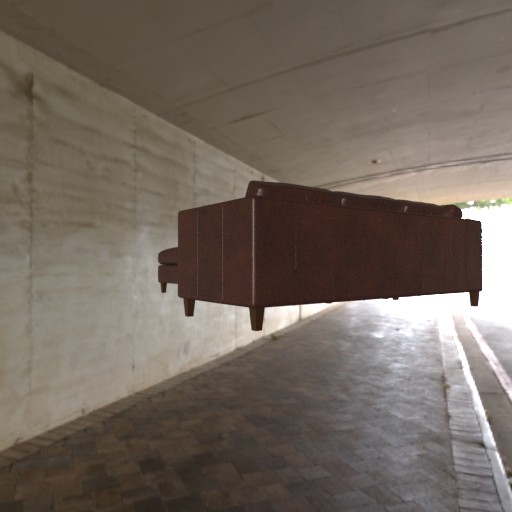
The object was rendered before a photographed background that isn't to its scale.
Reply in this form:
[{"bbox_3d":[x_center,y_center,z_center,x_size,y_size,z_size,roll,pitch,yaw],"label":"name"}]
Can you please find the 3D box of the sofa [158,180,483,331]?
[{"bbox_3d":[0.000,0.000,4.452,2.452,0.891,3.324,1,-1,-36],"label":"sofa"}]
